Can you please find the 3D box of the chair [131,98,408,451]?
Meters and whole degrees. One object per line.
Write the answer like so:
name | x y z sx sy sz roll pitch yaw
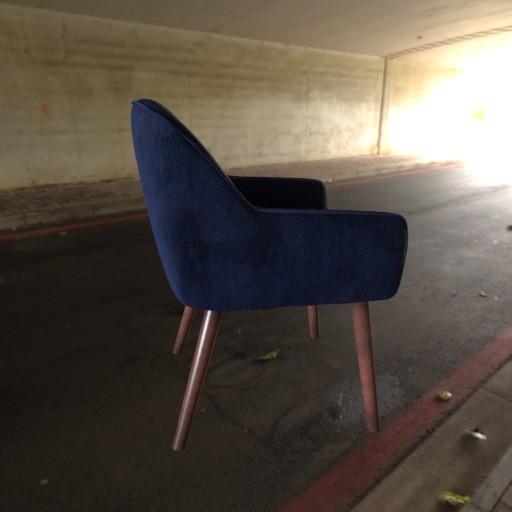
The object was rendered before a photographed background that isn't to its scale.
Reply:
chair | 0.000 0.000 1.242 0.600 0.820 0.600 -3 18 -10
